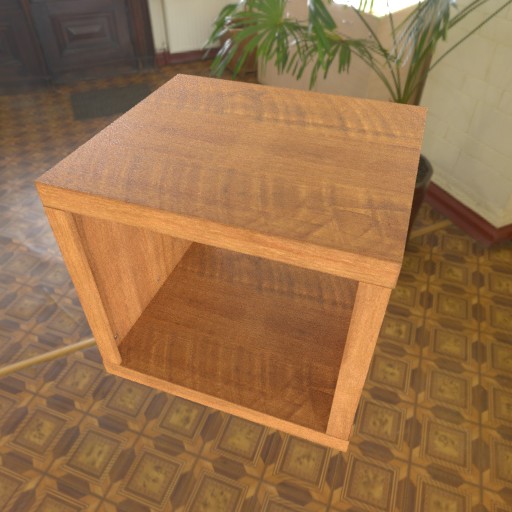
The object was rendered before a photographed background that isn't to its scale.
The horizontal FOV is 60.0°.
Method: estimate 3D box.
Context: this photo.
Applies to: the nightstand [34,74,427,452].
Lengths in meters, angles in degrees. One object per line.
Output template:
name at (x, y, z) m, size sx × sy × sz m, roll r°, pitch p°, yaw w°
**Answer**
nightstand at (0.000, 0.000, 0.857) m, size 0.493 × 0.491 × 0.436 m, roll 13°, pitch 44°, yaw 14°
